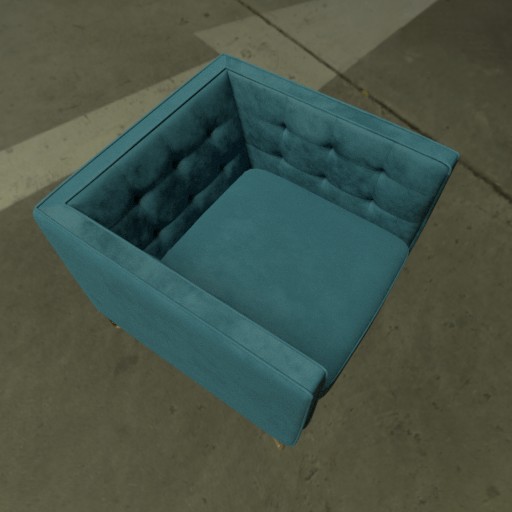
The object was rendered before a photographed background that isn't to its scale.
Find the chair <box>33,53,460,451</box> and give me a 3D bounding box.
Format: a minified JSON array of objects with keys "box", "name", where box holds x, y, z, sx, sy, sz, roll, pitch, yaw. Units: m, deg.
[{"box":[0.000,0.000,1.543,0.894,0.790,0.880,30,62,18],"name":"chair"}]
